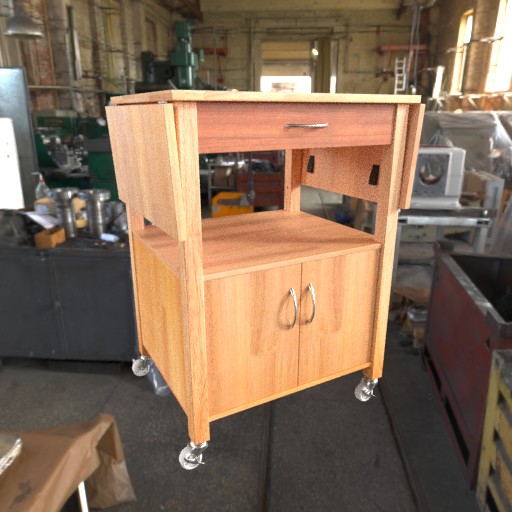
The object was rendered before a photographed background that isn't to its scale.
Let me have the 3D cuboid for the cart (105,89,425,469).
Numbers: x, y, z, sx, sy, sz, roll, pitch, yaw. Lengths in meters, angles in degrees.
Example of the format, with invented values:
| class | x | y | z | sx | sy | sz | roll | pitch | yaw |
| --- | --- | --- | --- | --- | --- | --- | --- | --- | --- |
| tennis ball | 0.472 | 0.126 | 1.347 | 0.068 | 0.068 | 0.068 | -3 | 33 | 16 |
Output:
| class | x | y | z | sx | sy | sz | roll | pitch | yaw |
| --- | --- | --- | --- | --- | --- | --- | --- | --- | --- |
| cart | 0.000 | 0.000 | 1.237 | 0.640 | 0.838 | 0.508 | -10 | 20 | -27 |
